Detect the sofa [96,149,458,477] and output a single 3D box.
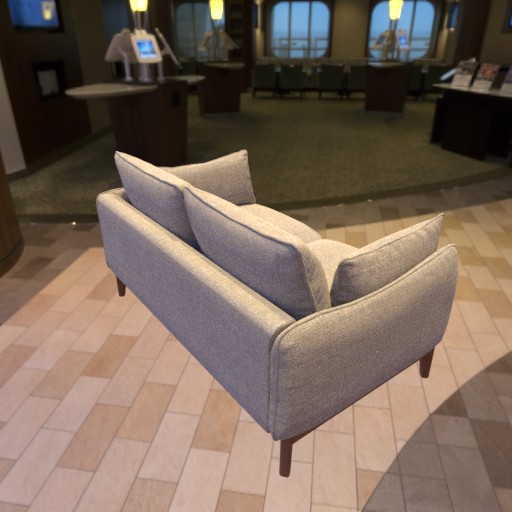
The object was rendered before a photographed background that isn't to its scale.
[{"bbox_3d":[0.000,0.000,2.096,0.972,0.851,1.580,-19,33,-32],"label":"sofa"}]
